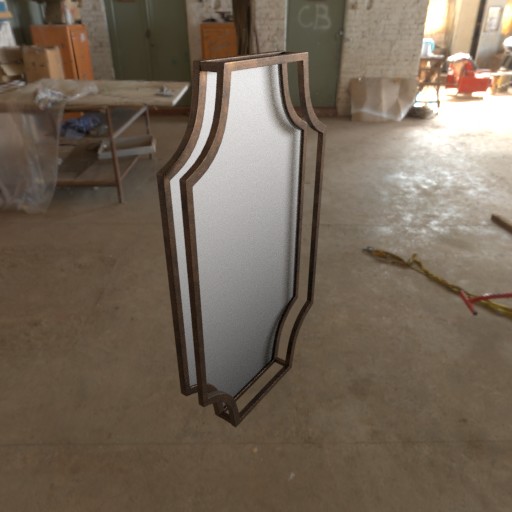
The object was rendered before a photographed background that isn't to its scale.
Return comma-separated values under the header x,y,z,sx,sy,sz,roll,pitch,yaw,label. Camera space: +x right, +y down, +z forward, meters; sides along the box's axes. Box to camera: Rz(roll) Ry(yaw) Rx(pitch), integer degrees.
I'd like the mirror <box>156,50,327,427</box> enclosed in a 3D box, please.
x,y,z,sx,sy,sz,roll,pitch,yaw,label
0.000,0.000,0.982,0.066,0.811,0.462,19,34,31,mirror
